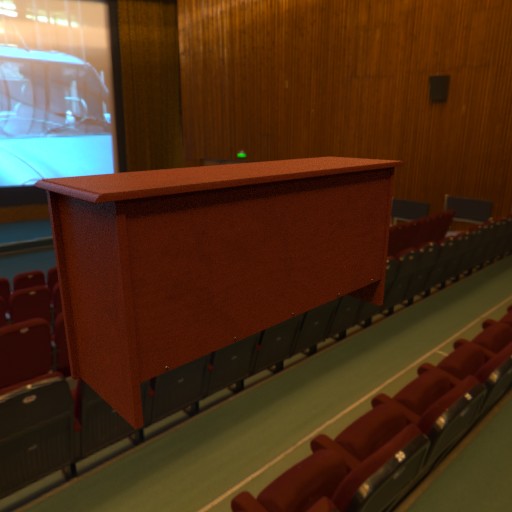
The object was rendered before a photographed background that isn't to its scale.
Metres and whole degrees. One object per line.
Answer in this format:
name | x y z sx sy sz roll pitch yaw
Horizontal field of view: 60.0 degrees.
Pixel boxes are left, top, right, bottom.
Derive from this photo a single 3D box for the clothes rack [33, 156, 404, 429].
clothes rack | 0.000 0.000 1.518 1.251 0.594 0.362 -15 22 -42
